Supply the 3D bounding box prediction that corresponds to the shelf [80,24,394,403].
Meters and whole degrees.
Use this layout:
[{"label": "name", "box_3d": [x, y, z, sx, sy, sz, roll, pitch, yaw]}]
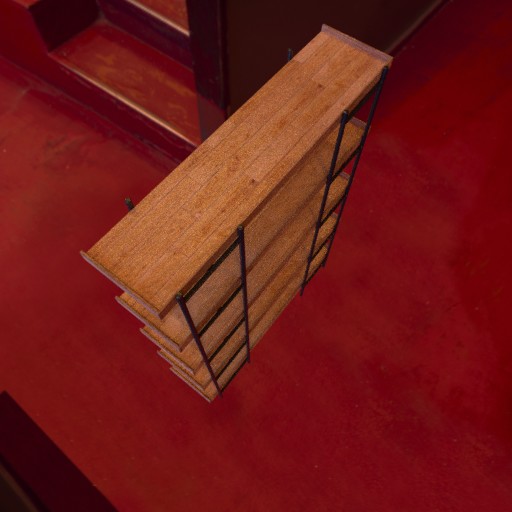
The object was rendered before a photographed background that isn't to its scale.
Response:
[{"label": "shelf", "box_3d": [0.000, 0.000, 2.387, 0.379, 1.826, 1.371, 35, 68, 16]}]
